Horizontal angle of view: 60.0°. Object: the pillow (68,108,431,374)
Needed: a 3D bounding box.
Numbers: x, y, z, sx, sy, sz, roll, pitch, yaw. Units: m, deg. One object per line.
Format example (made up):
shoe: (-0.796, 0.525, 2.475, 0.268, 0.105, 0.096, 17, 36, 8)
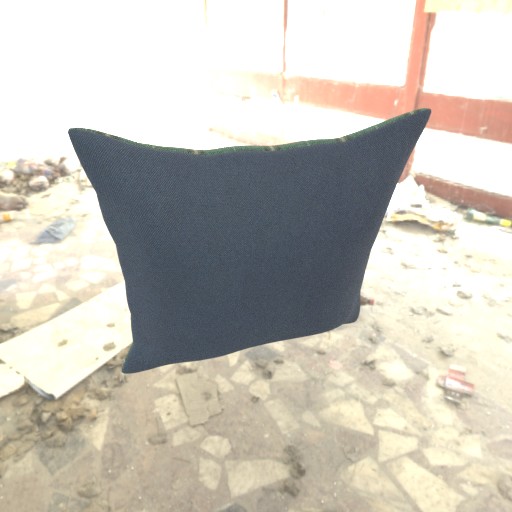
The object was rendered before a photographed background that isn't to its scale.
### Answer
pillow: (0.000, 0.000, 0.672, 0.453, 0.430, 0.200, -9, 29, -16)
